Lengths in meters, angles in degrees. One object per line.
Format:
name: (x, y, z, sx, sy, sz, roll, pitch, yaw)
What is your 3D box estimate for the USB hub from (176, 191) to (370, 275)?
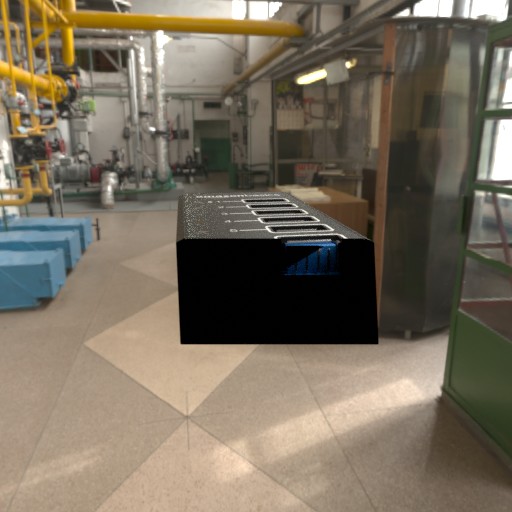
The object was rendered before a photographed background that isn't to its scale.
USB hub: (0.000, 0.000, 0.128, 0.044, 0.023, 0.110, -2, 16, -9)
